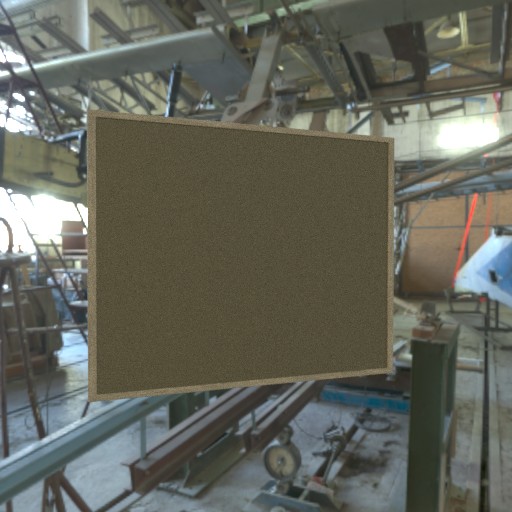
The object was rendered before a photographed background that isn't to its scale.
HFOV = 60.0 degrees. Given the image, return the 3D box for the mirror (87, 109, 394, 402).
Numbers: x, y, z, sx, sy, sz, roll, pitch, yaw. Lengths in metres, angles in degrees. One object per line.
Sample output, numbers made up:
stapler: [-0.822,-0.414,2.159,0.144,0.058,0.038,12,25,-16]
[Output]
mirror: [0.000,0.000,1.179,0.839,0.689,0.028,0,1,-18]
